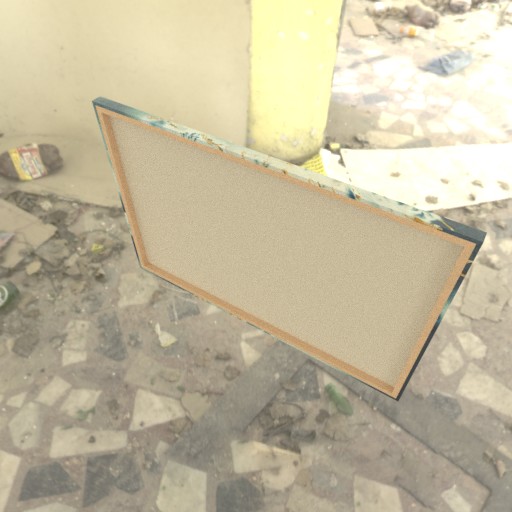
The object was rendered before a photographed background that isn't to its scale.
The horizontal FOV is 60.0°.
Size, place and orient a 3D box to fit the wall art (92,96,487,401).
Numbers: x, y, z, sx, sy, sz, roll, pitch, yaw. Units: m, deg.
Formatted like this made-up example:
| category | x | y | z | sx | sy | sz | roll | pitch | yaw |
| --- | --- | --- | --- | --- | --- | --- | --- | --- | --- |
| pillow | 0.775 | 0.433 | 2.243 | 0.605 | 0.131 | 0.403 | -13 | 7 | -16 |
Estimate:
| category | x | y | z | sx | sy | sz | roll | pitch | yaw |
| --- | --- | --- | --- | --- | --- | --- | --- | --- | --- |
| wall art | 0.000 | 0.000 | 1.418 | 1.138 | 0.759 | 0.035 | 24 | 52 | 21 |
